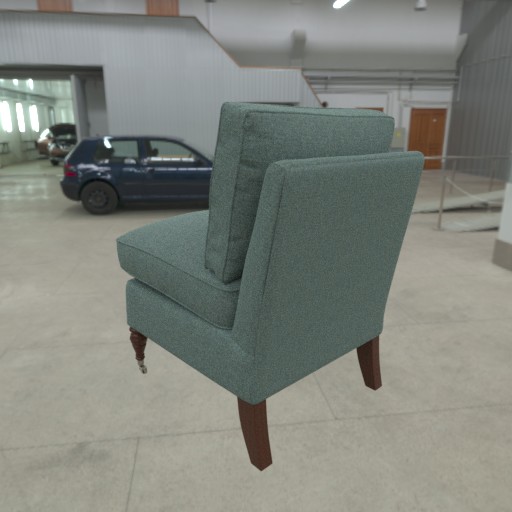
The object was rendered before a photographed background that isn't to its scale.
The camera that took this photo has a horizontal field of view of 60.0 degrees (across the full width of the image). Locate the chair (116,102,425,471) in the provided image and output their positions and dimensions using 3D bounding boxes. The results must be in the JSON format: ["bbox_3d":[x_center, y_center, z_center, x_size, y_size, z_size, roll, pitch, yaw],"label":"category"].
[{"bbox_3d":[0.000,0.000,1.424,0.624,0.901,0.796,-15,22,-41],"label":"chair"}]
